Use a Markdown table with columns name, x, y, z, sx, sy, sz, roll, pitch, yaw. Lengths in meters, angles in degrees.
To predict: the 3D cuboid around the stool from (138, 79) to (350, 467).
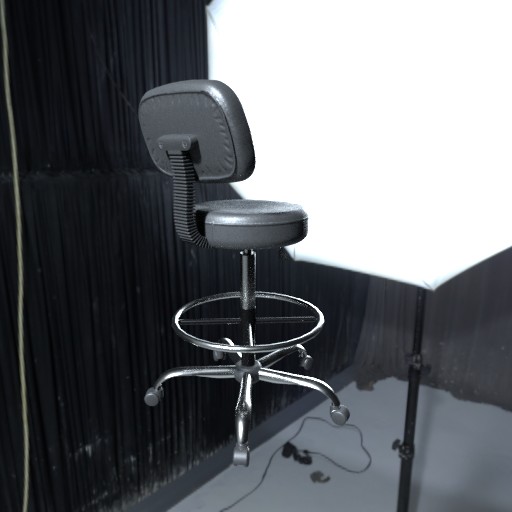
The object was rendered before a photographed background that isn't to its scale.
| name | x | y | z | sx | sy | sz | roll | pitch | yaw |
| --- | --- | --- | --- | --- | --- | --- | --- | --- | --- |
| stool | 0.000 | 0.000 | 1.519 | 0.694 | 1.069 | 0.658 | 13 | 19 | 43 |
